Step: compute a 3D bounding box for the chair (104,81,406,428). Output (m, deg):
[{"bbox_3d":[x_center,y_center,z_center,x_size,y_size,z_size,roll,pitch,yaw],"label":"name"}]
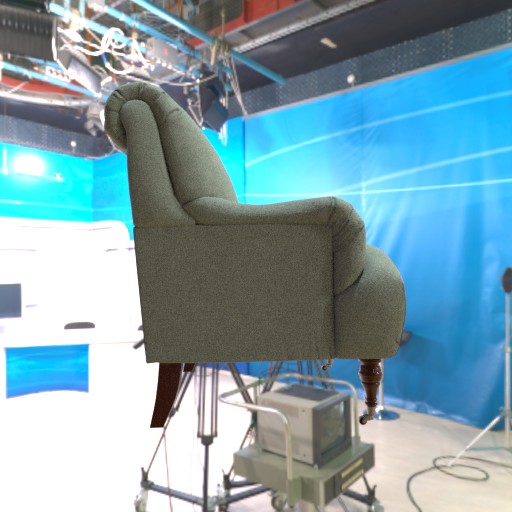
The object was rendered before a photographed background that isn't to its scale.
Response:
[{"bbox_3d":[0.000,0.000,1.922,1.060,1.178,0.964,0,-1,-1],"label":"chair"}]
